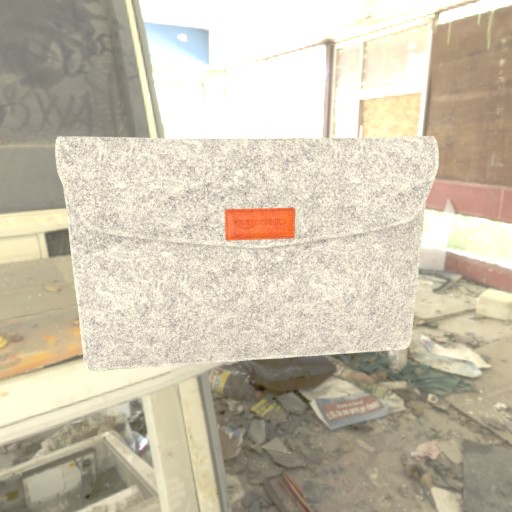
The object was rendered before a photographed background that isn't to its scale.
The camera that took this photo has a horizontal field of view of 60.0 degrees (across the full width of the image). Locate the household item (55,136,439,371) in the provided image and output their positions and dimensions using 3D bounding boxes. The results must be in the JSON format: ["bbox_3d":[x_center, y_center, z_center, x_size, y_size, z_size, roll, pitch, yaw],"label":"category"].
[{"bbox_3d":[0.000,0.000,0.423,0.335,0.221,0.057,-2,16,-8],"label":"household item"}]
